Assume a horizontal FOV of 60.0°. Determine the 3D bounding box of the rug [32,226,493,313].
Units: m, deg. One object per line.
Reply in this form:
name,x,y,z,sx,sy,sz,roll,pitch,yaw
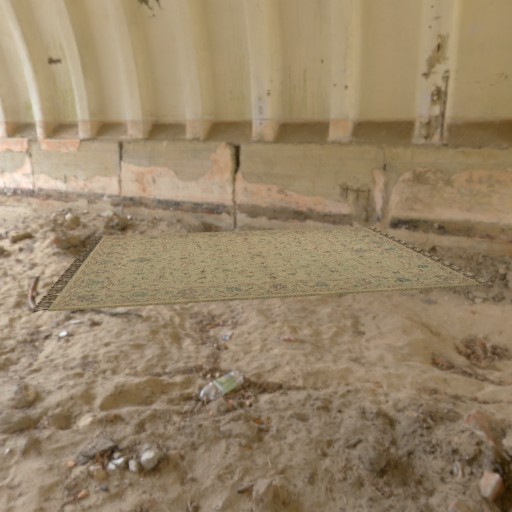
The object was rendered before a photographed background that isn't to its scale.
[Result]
rug,0.000,0.000,2.274,1.802,0.008,1.247,-2,15,-9
